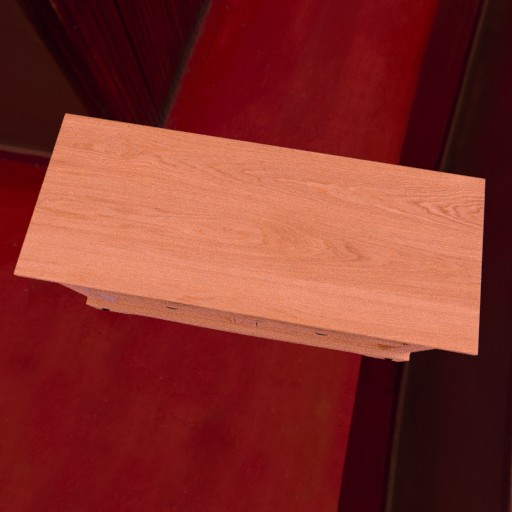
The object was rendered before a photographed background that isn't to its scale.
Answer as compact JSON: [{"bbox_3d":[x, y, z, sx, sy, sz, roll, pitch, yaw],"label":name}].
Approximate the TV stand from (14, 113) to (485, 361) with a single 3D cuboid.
[{"bbox_3d":[0.000,0.000,1.333,1.080,0.550,0.440,10,75,3],"label":"TV stand"}]
